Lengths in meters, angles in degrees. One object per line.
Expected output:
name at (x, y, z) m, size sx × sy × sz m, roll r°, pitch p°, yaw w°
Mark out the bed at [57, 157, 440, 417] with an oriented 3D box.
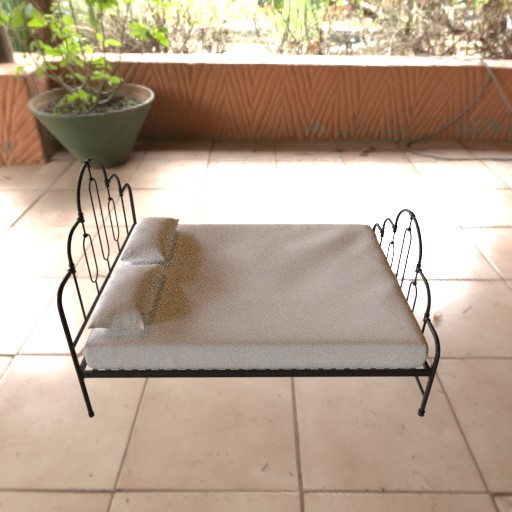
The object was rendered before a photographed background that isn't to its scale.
bed at (0.000, 0.000, 3.169) m, size 2.163 × 1.429 × 1.640 m, roll 0°, pitch 31°, yaw 0°
